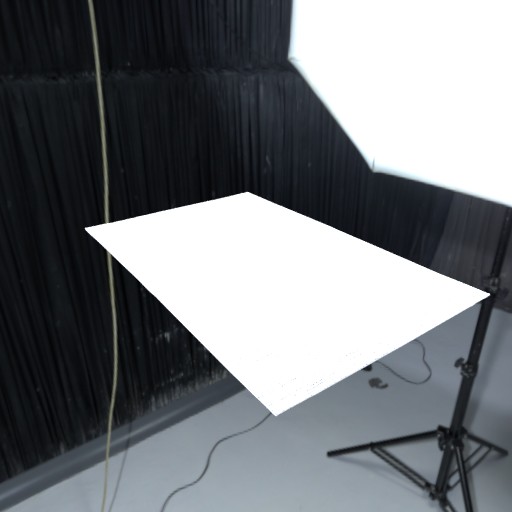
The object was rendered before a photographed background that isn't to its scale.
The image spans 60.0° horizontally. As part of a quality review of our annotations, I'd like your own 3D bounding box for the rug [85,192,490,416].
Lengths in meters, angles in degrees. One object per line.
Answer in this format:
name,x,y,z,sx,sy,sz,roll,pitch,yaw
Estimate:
rug,0.000,0.000,2.200,1.149,0.021,1.773,-17,30,-32
